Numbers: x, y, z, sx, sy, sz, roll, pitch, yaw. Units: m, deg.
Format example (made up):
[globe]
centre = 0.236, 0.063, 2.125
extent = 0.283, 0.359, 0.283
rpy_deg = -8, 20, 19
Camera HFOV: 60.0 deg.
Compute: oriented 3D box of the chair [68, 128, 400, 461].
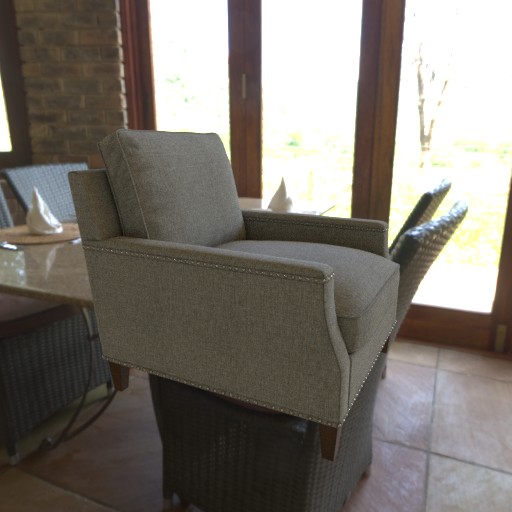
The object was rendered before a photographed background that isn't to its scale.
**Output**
[chair]
centre = 0.000, 0.000, 1.716
extent = 1.014, 0.943, 0.853
rpy_deg = 7, 16, 26
